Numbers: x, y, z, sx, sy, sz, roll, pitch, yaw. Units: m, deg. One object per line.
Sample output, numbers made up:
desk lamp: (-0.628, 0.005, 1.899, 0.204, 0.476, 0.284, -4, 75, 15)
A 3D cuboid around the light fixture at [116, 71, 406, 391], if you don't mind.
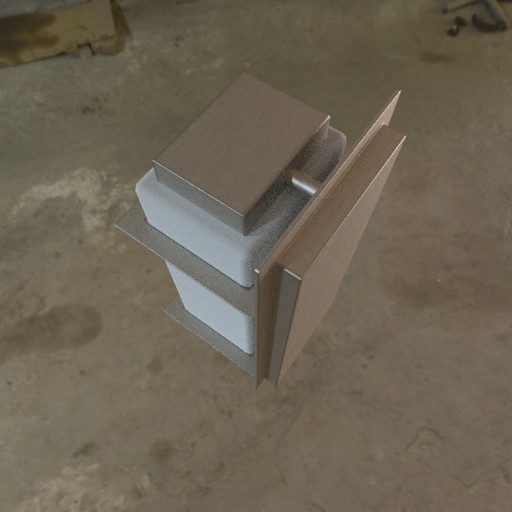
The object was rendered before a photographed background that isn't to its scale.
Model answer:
light fixture: (0.000, 0.000, 0.457, 0.160, 0.380, 0.168, 33, 68, 15)
